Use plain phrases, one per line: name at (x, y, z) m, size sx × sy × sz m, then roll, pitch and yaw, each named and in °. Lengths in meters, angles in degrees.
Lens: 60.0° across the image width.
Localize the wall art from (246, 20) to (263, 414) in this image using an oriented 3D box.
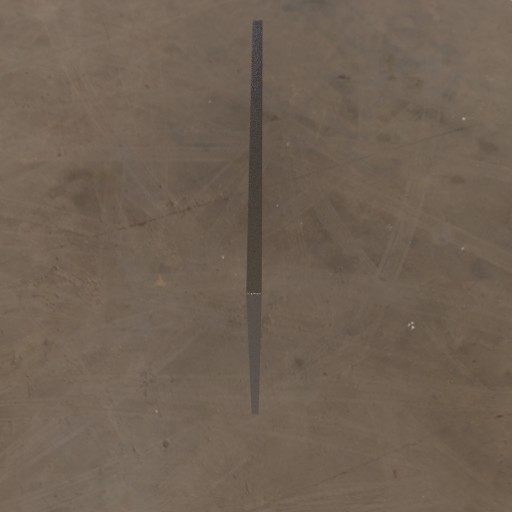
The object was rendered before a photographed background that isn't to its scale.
wall art at (0.000, 0.000, 0.689) m, size 0.013 × 0.529 × 0.376 m, roll 0°, pitch 60°, yaw 0°
